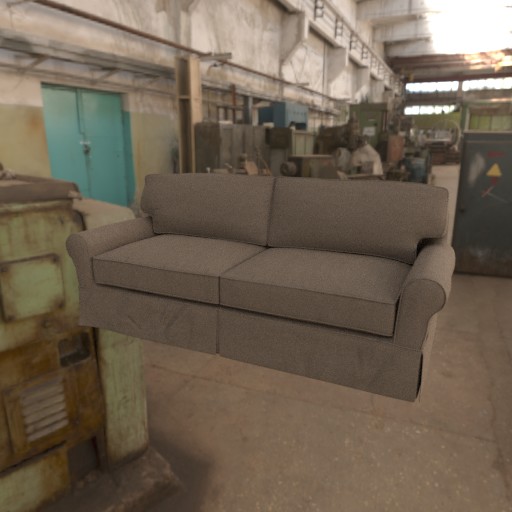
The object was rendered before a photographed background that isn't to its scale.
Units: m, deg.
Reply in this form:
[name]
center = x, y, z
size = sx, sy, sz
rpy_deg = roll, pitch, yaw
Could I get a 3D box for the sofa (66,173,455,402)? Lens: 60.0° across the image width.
[sofa]
center = 0.000, 0.000, 2.753
size = 2.248, 0.943, 0.991
rpy_deg = 7, 17, 24
